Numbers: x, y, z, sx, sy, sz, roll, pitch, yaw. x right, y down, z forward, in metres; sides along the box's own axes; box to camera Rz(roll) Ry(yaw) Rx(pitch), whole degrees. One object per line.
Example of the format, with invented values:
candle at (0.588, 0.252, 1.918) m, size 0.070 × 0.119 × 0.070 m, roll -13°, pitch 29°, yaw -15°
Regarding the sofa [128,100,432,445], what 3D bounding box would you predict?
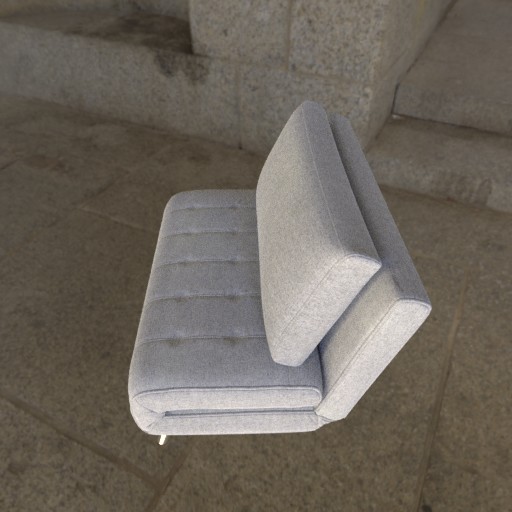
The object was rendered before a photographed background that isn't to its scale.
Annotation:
sofa at (0.000, 0.000, 1.834) m, size 0.910 × 0.910 × 1.220 m, roll -1°, pitch 41°, yaw -1°
